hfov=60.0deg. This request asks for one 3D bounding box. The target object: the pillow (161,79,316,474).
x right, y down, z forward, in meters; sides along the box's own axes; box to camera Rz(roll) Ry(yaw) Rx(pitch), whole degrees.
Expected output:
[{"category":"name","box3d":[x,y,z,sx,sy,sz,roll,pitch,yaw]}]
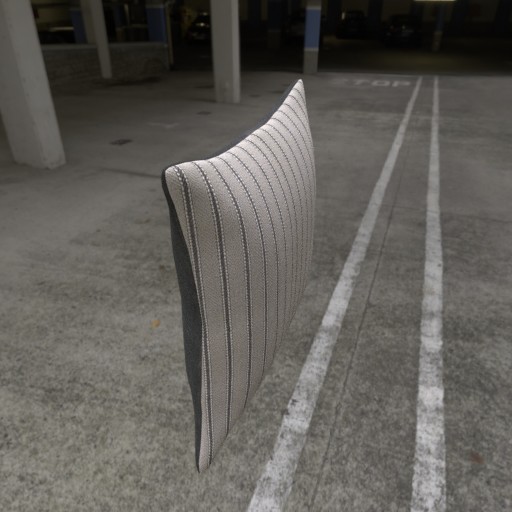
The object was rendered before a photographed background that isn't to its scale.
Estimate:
[{"category":"pillow","box3d":[0.000,0.000,0.684,0.138,0.444,0.468,10,32,17]}]
